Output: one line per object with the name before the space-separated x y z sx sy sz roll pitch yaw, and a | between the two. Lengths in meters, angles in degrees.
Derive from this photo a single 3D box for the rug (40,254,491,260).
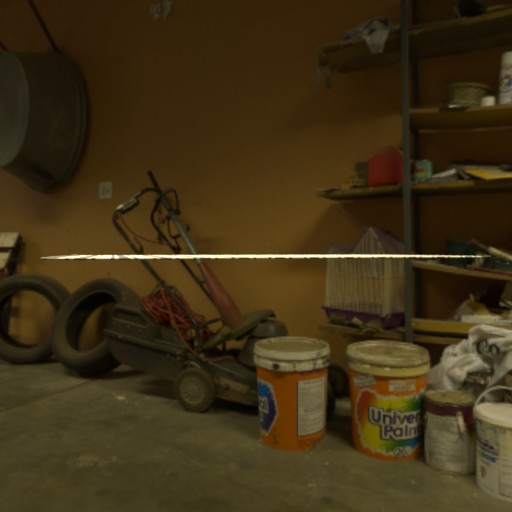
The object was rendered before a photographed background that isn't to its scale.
rug | 0.000 0.000 2.977 2.425 0.014 1.563 0 1 -17
